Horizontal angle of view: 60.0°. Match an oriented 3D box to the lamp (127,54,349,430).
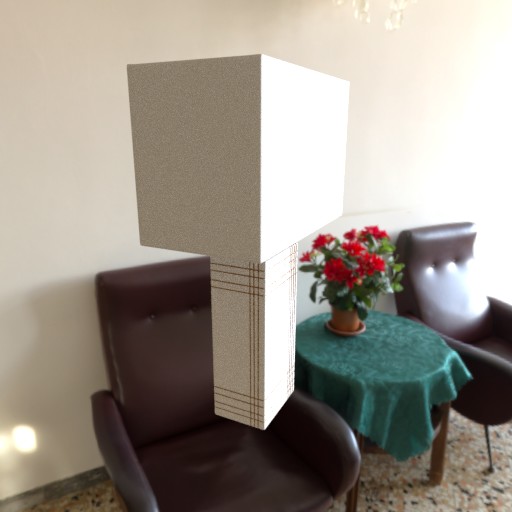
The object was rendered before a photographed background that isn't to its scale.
[{"bbox_3d":[0.000,0.000,0.711,0.182,0.543,0.334,8,18,26],"label":"lamp"}]
